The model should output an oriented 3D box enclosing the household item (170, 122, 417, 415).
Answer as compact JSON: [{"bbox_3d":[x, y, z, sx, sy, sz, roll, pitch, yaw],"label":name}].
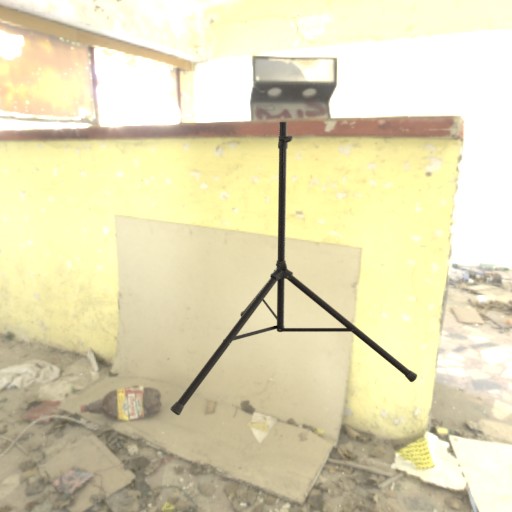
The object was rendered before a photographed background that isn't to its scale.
[{"bbox_3d":[0.000,0.000,2.729,1.339,1.595,1.596,-13,19,-43],"label":"household item"}]
